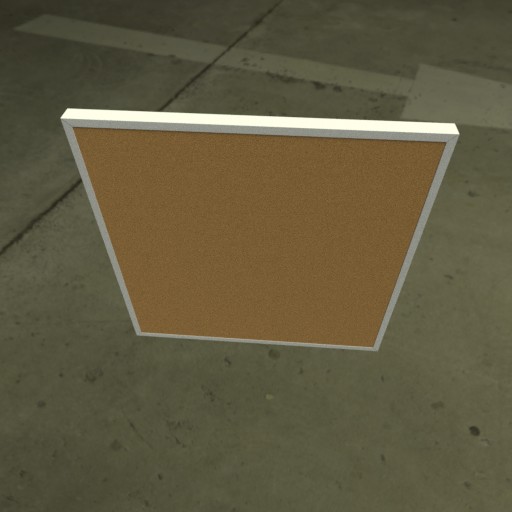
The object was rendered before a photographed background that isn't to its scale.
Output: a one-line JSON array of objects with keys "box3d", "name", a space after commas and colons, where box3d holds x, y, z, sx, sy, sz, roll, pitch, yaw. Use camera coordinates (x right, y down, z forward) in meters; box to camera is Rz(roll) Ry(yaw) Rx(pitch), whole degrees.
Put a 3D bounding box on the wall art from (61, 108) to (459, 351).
[{"box3d": [0.000, 0.000, 1.134, 0.762, 0.762, 0.038, 3, 47, 3], "name": "wall art"}]
